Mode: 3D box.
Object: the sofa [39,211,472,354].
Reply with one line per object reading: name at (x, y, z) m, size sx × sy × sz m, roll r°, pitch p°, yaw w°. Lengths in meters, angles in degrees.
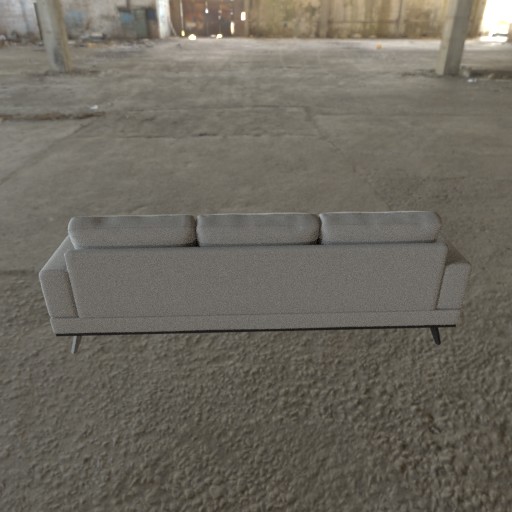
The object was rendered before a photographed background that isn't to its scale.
sofa at (0.000, 0.000, 2.806) m, size 2.310 × 0.810 × 0.920 m, roll -1°, pitch 28°, yaw -2°
